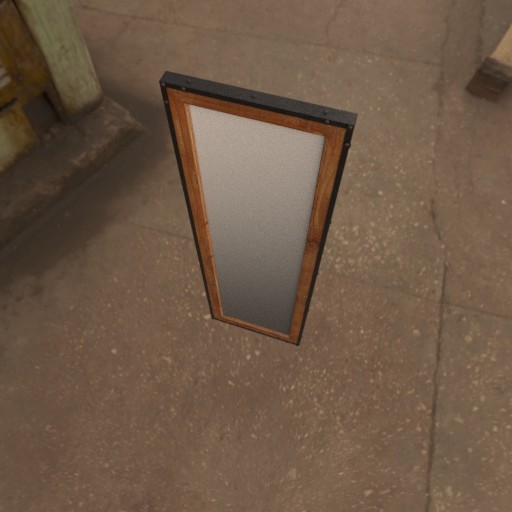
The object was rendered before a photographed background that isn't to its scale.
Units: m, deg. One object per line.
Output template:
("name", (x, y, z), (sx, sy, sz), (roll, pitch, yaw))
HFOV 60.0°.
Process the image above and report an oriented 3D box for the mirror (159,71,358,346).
("mirror", (0.000, 0.000, 1.221), (0.354, 1.080, 0.042), (16, 61, 9))
